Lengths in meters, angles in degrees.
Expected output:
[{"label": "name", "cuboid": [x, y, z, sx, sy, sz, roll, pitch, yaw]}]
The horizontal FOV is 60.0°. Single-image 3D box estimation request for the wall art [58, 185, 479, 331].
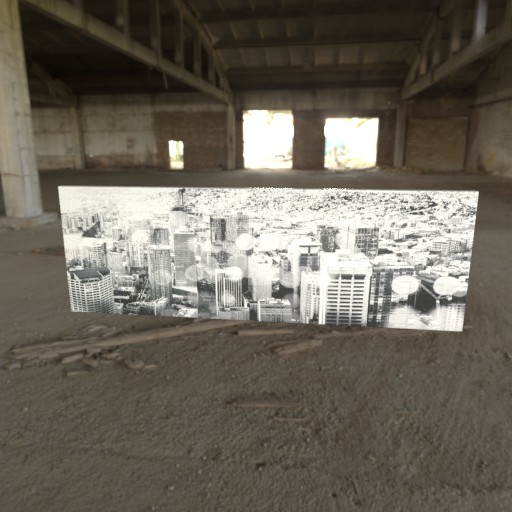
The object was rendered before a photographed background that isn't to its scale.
[{"label": "wall art", "cuboid": [0.000, 0.000, 1.672, 1.520, 0.507, 0.044, 2, 14, 8]}]
